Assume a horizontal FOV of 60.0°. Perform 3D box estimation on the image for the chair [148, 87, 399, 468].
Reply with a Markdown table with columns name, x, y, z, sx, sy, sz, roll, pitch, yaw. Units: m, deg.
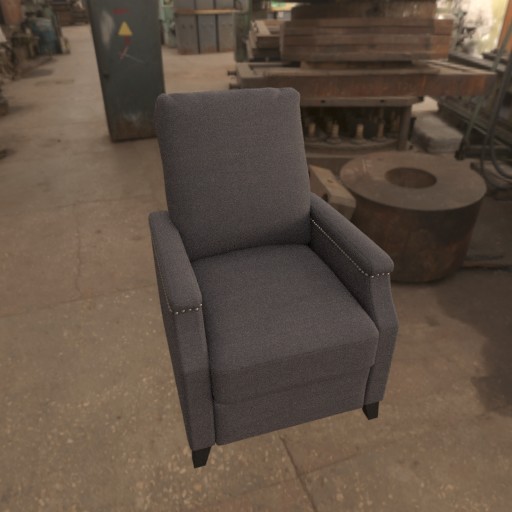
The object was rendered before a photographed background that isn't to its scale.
| name | x | y | z | sx | sy | sz | roll | pitch | yaw |
| --- | --- | --- | --- | --- | --- | --- | --- | --- | --- |
| chair | 0.000 | 0.000 | 1.626 | 0.710 | 1.049 | 0.922 | -9 | 32 | -15 |
